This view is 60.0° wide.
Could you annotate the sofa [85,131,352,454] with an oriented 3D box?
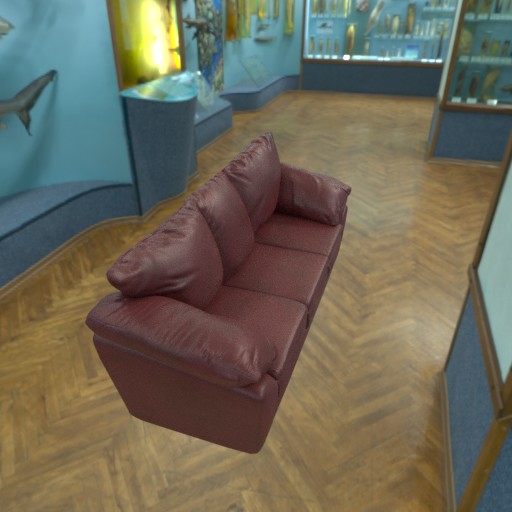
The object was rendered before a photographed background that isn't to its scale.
[{"bbox_3d":[0.000,0.000,2.914,0.907,1.091,2.390,10,32,17],"label":"sofa"}]
